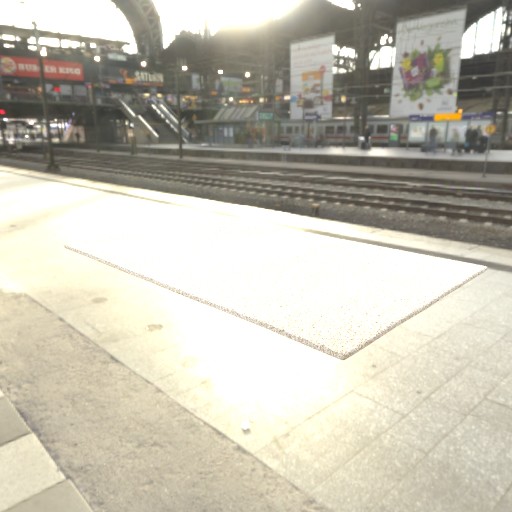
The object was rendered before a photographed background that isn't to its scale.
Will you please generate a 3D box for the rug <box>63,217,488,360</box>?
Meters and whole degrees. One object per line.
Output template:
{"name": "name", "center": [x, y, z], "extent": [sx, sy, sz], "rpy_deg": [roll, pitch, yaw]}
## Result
{"name": "rug", "center": [0.000, 0.000, 3.359], "extent": [2.743, 0.030, 1.778], "rpy_deg": [15, 21, 42]}
